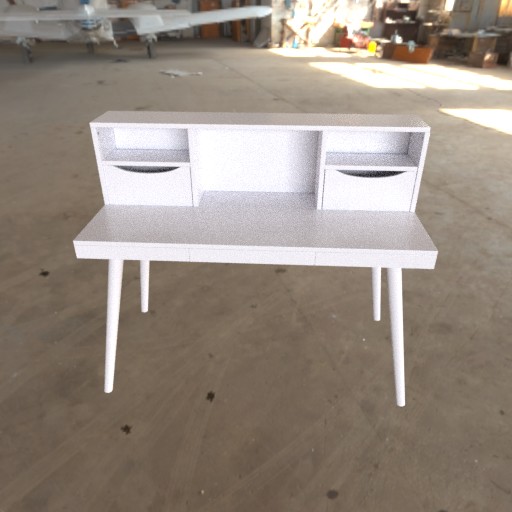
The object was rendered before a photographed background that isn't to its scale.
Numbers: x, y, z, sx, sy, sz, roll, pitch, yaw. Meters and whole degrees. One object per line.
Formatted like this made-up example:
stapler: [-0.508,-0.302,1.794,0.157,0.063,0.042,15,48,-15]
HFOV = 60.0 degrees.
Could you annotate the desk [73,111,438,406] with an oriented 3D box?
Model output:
desk: [0.000,0.000,1.747,1.199,0.990,0.559,2,30,3]
